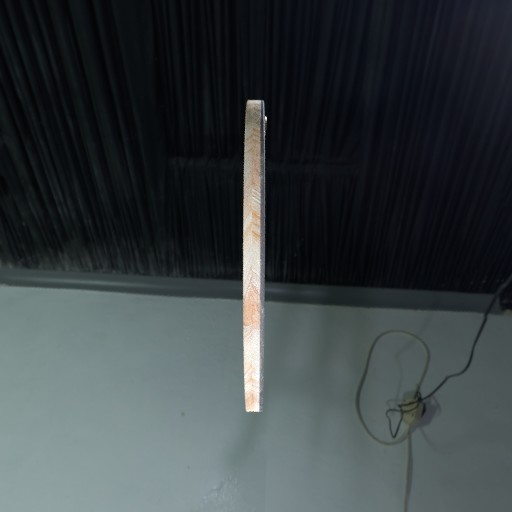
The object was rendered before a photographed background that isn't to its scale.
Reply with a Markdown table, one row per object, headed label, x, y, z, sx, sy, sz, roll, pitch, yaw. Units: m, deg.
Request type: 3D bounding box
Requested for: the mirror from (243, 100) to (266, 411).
| label | x | y | z | sx | sy | sz | roll | pitch | yaw |
| --- | --- | --- | --- | --- | --- | --- | --- | --- | --- |
| mirror | 0.000 | 0.000 | 1.073 | 0.038 | 0.710 | 0.710 | 0 | 40 | 0 |
